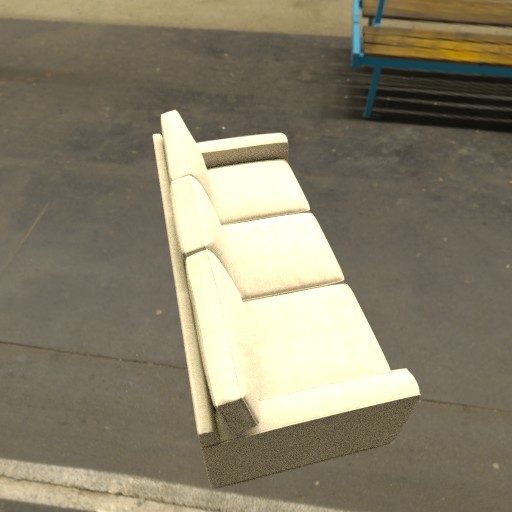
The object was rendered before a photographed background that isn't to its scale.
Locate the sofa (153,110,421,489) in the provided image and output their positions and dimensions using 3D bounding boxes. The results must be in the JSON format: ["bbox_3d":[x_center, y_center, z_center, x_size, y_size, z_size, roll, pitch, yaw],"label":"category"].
[{"bbox_3d":[0.000,0.000,2.536,0.936,0.862,2.093,-10,48,-9],"label":"sofa"}]
